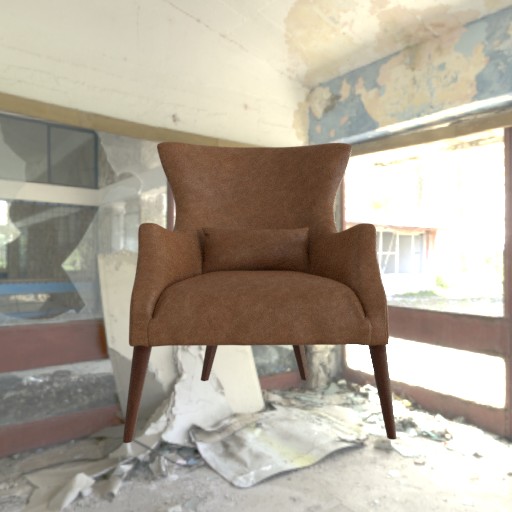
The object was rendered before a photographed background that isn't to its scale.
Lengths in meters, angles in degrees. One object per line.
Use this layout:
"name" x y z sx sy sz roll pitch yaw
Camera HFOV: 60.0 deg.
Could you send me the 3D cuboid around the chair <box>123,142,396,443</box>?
"chair" 0.000 0.000 1.728 0.846 1.067 0.955 0 0 -1
